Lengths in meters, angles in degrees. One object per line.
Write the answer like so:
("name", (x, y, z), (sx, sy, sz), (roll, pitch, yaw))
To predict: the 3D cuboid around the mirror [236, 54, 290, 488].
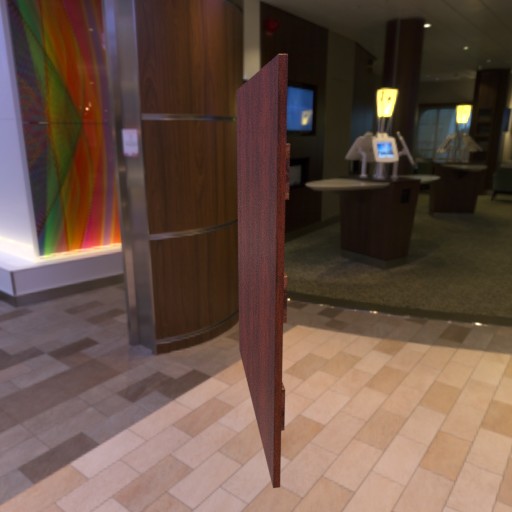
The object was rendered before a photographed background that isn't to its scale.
("mirror", (0.000, 0.000, 1.071), (0.021, 0.805, 0.600), (-2, 16, -8))
